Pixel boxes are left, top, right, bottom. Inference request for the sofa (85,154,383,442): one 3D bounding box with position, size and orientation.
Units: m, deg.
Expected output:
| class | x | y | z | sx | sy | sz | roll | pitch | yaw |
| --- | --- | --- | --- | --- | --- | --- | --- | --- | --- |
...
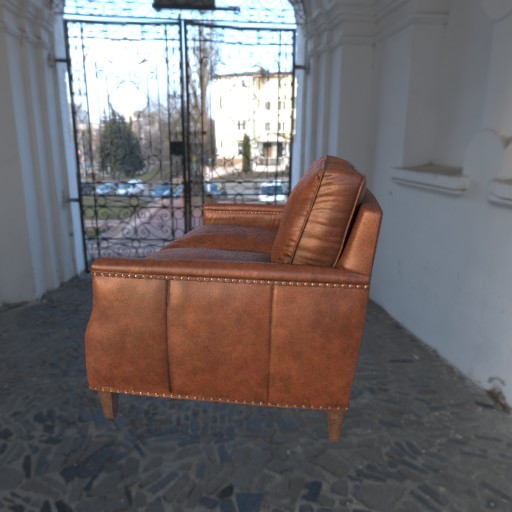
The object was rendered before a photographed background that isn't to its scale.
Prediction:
| class | x | y | z | sx | sy | sz | roll | pitch | yaw |
| --- | --- | --- | --- | --- | --- | --- | --- | --- | --- |
| sofa | 0.000 | 0.000 | 2.284 | 1.083 | 1.003 | 1.628 | 2 | 15 | 9 |
